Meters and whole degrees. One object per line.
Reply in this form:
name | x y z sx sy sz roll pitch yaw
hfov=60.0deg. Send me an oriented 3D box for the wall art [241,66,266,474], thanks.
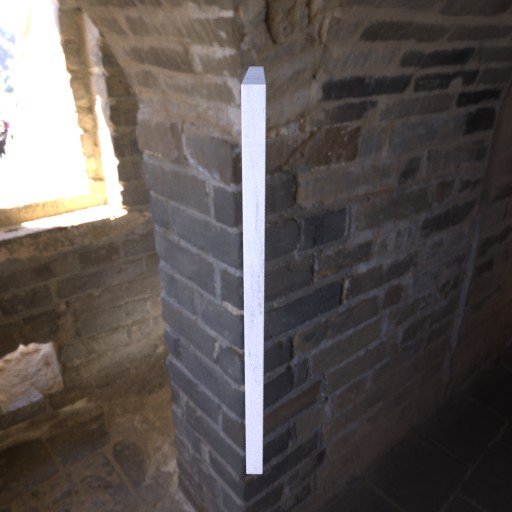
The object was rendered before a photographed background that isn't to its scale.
wall art | 0.000 0.000 1.196 0.043 0.914 0.624 0 26 0
